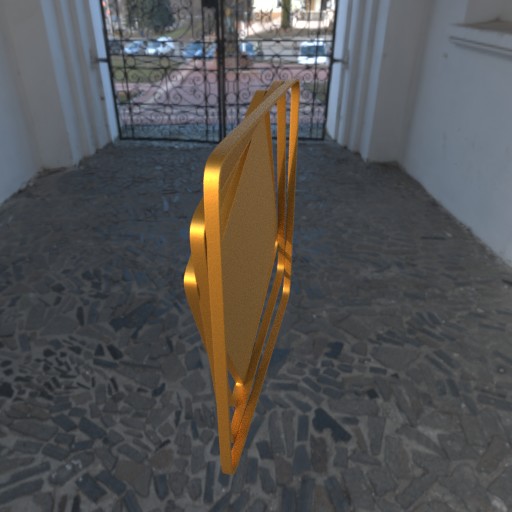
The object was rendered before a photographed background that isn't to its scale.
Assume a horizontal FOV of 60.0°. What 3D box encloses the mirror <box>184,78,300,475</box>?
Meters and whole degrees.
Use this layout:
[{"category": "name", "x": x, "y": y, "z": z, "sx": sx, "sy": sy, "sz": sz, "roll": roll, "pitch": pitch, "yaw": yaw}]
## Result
[{"category": "mirror", "x": 0.000, "y": 0.000, "z": 0.694, "sx": 0.045, "sy": 0.468, "sz": 0.470, "roll": 7, "pitch": 32, "yaw": 12}]
